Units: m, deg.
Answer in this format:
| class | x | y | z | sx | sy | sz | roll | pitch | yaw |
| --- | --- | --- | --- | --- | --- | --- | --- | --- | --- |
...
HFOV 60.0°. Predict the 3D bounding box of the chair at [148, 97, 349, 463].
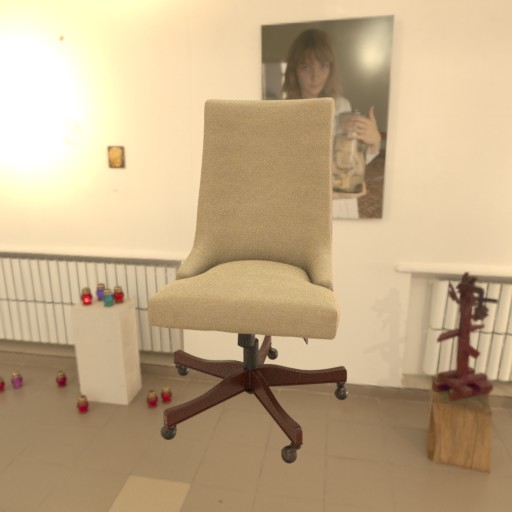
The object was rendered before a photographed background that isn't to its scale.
| class | x | y | z | sx | sy | sz | roll | pitch | yaw |
| --- | --- | --- | --- | --- | --- | --- | --- | --- | --- |
| chair | 0.000 | 0.000 | 1.447 | 0.645 | 1.010 | 0.696 | 3 | 15 | 9 |
